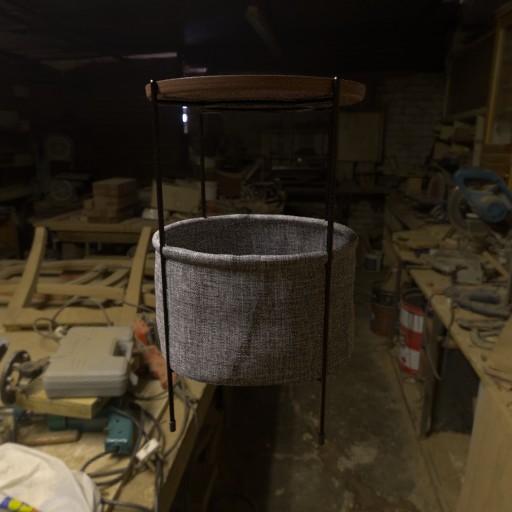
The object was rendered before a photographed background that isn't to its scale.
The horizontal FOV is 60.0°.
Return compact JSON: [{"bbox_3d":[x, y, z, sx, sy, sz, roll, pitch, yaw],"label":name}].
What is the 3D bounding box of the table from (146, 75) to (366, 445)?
[{"bbox_3d":[0.000,0.000,0.878,0.400,0.623,0.400,2,15,8],"label":"table"}]
